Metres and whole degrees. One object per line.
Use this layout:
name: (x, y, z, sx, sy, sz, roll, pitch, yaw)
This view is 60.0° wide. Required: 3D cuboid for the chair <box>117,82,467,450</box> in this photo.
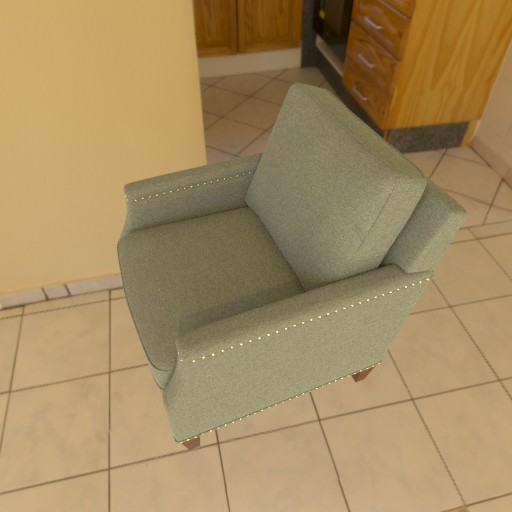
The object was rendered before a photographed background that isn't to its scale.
chair: (0.000, 0.000, 1.739, 1.031, 1.031, 0.885, -16, 48, -16)
